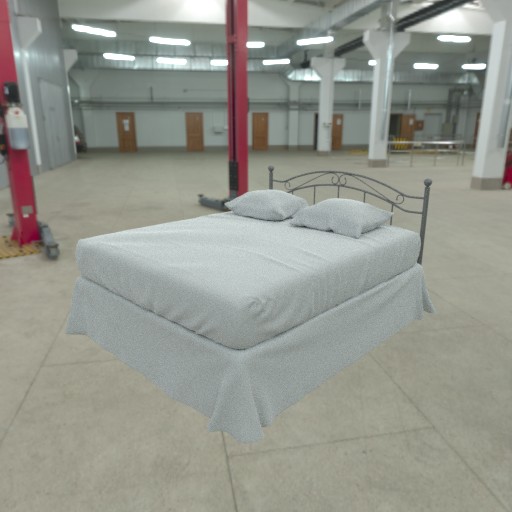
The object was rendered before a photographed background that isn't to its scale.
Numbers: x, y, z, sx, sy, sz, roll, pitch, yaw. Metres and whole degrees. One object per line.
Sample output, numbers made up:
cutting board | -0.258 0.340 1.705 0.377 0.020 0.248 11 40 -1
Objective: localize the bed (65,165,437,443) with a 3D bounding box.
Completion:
bed | 0.000 0.000 3.265 1.936 1.080 2.215 15 22 41
